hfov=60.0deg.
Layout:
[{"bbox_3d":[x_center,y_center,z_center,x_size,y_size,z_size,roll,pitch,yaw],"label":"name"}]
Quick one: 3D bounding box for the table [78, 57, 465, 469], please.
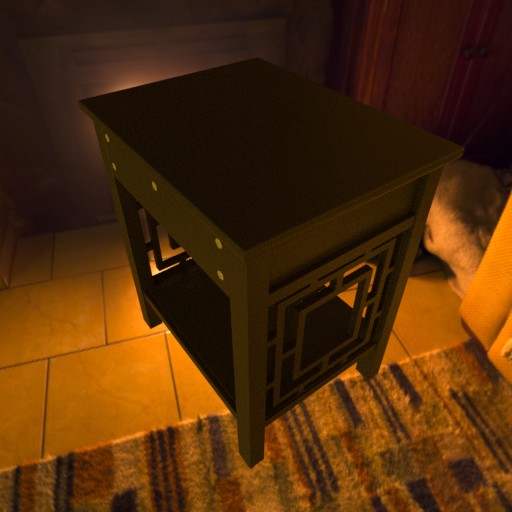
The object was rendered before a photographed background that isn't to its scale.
[{"bbox_3d":[0.000,0.000,1.007,0.451,0.646,0.564,-26,48,-26],"label":"table"}]
